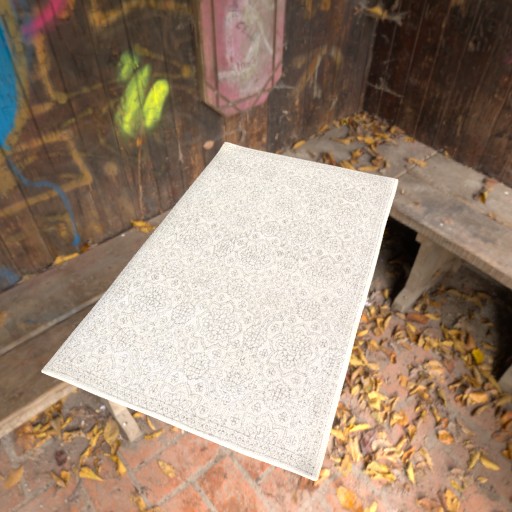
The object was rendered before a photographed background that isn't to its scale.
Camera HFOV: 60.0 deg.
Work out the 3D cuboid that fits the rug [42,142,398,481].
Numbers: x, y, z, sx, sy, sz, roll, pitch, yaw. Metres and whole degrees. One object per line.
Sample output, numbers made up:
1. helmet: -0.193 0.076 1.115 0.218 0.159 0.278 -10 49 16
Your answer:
1. rug: 0.000 0.000 2.359 1.214 0.023 1.947 15 48 15
